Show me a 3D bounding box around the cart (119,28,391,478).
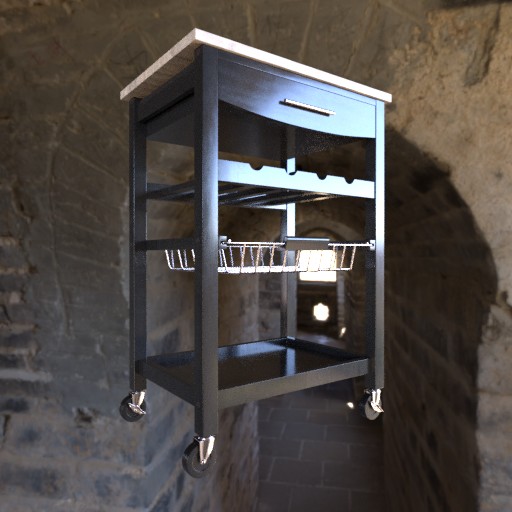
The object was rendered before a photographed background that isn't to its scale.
[{"bbox_3d":[0.000,0.000,1.139,0.584,0.839,0.403,0,0,-36],"label":"cart"}]
